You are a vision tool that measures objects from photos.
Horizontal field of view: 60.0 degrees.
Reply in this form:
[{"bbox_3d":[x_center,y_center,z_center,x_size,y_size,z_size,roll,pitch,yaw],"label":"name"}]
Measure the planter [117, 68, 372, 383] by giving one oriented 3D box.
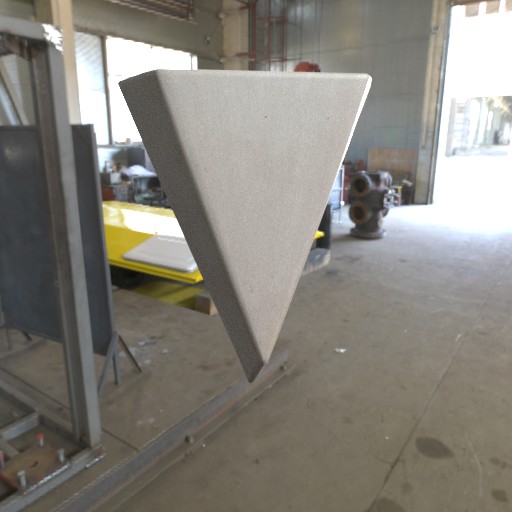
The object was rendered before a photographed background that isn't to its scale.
[{"bbox_3d":[0.000,0.000,0.264,0.150,0.197,0.060,-3,15,-9],"label":"planter"}]
